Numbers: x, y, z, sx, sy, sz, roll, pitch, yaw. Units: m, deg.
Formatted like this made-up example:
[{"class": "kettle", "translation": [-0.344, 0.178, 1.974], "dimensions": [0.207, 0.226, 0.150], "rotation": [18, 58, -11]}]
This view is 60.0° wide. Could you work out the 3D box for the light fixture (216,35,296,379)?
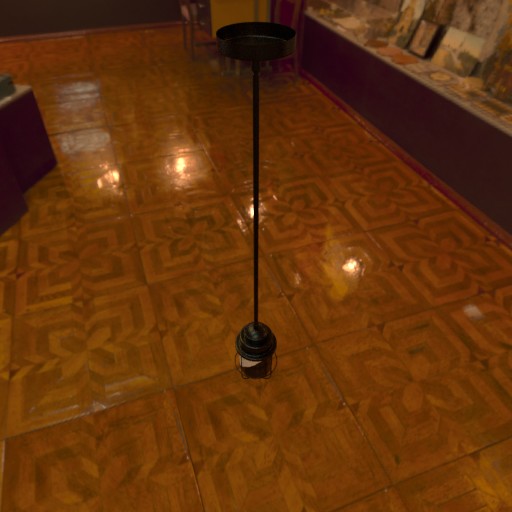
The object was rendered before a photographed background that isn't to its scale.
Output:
[{"class": "light fixture", "translation": [0.000, 0.000, 0.987], "dimensions": [0.123, 0.920, 0.123], "rotation": [-12, 43, -13]}]
